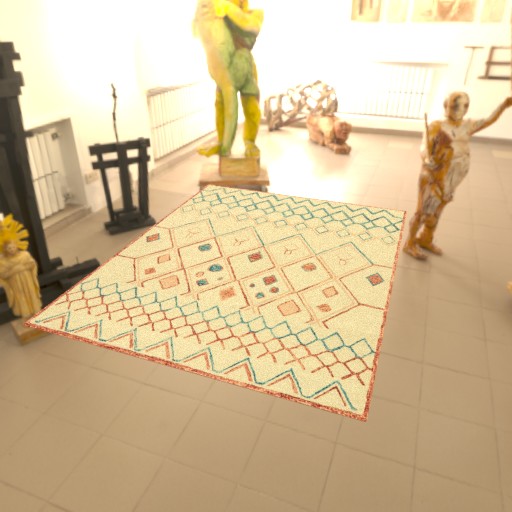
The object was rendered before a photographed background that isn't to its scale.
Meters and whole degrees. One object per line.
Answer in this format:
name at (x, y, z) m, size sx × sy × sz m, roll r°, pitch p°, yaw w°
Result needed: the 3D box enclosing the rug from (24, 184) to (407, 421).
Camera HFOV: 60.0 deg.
rug at (0.000, 0.000, 4.058) m, size 2.441 × 0.016 × 3.050 m, roll 10°, pitch 31°, yaw 18°
